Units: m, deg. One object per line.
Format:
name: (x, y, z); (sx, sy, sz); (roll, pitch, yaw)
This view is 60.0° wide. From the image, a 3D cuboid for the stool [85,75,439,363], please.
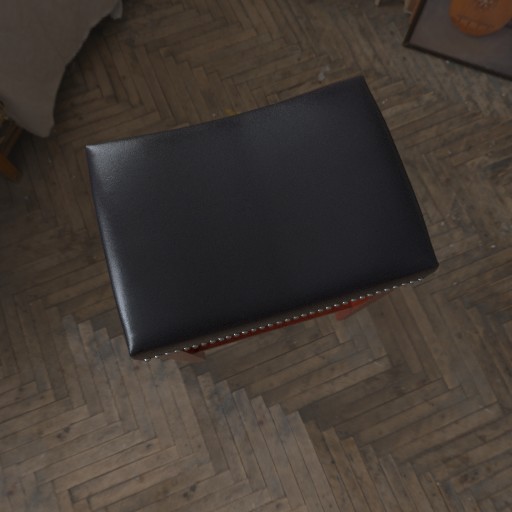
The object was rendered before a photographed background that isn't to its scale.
stool: (0.000, 0.000, 1.040); (0.504, 0.742, 0.372); (-16, 76, -4)
